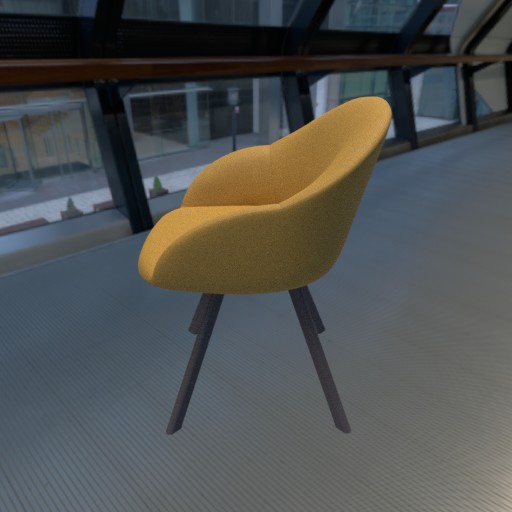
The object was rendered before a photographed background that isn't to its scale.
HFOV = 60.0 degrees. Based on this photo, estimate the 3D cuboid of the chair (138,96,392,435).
[{"bbox_3d":[0.000,0.000,1.175,0.583,0.793,0.551,0,26,0],"label":"chair"}]
